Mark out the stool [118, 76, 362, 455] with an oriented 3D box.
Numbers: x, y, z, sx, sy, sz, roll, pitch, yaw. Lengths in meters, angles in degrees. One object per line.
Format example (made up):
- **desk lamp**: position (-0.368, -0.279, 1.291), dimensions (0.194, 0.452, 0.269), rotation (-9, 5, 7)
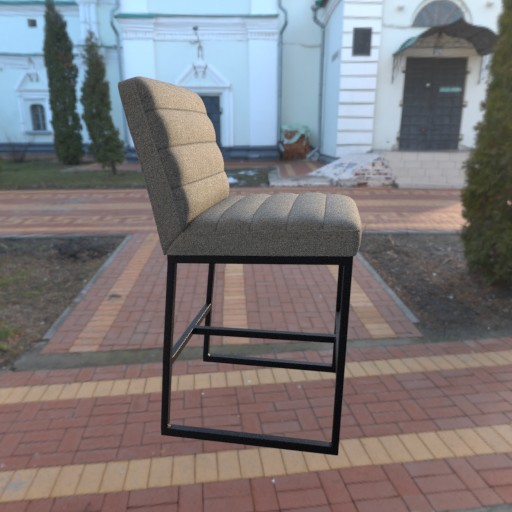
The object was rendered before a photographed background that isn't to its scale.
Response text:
- **stool**: position (0.000, 0.000, 1.279), dimensions (0.560, 0.940, 0.460), rotation (3, 16, 9)
